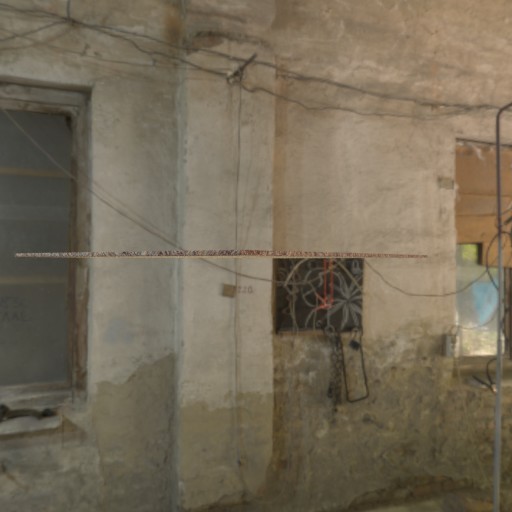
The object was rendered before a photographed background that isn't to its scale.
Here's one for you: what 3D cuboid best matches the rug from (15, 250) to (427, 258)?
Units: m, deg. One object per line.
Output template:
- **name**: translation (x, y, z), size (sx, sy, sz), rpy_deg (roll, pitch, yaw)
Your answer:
- **rug**: translation (0.000, 0.000, 2.842), size (1.523, 0.019, 2.285), rpy_deg (0, -1, 36)
